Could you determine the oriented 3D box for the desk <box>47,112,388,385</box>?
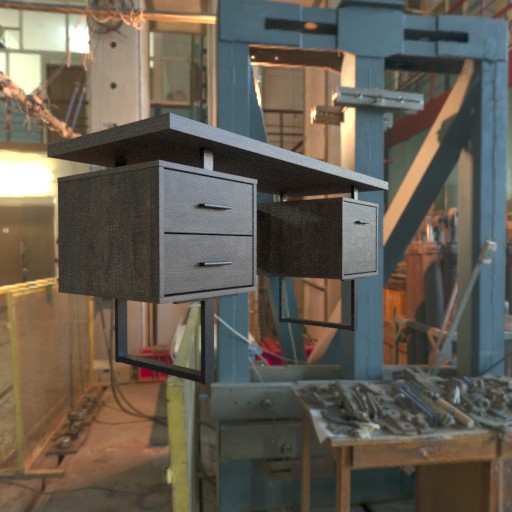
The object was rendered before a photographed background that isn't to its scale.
[{"bbox_3d":[0.000,0.000,1.917,0.600,0.760,1.524,1,2,37],"label":"desk"}]
